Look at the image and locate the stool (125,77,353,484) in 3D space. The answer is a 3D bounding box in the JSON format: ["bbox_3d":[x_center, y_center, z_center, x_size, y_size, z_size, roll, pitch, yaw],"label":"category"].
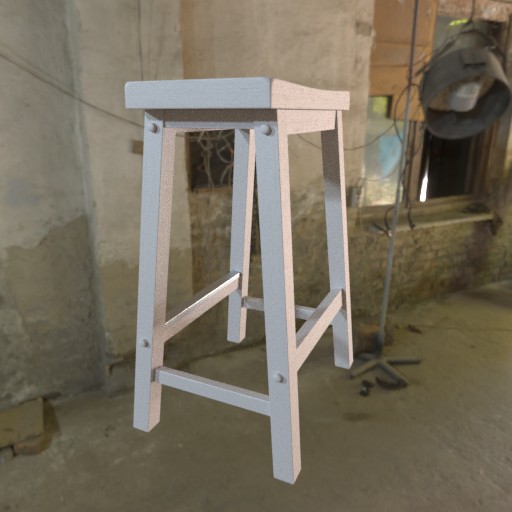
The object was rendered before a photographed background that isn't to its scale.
[{"bbox_3d":[0.000,0.000,0.854,0.322,0.610,0.406,8,20,24],"label":"stool"}]
